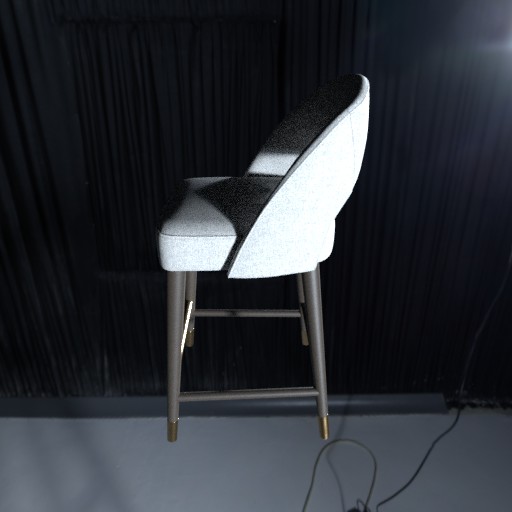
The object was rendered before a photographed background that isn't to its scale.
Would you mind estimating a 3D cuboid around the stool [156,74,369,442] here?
[{"bbox_3d":[0.000,0.000,1.239,0.509,0.940,0.494,-1,26,-1],"label":"stool"}]
